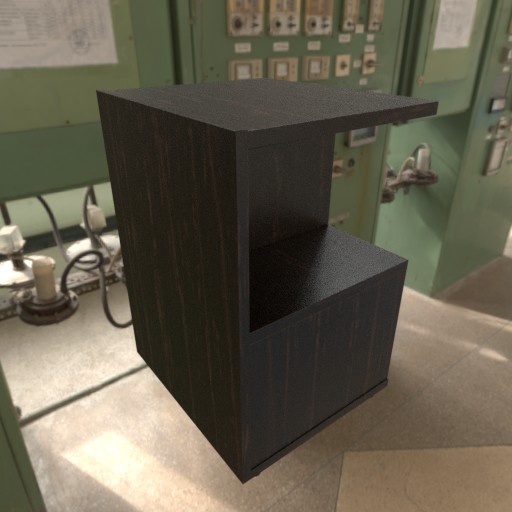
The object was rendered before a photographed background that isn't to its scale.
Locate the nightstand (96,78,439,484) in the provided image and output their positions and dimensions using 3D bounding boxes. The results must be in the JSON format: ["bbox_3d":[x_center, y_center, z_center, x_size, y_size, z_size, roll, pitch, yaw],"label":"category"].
[{"bbox_3d":[0.000,0.000,0.809,0.356,0.559,0.400,-19,33,-32],"label":"nightstand"}]
